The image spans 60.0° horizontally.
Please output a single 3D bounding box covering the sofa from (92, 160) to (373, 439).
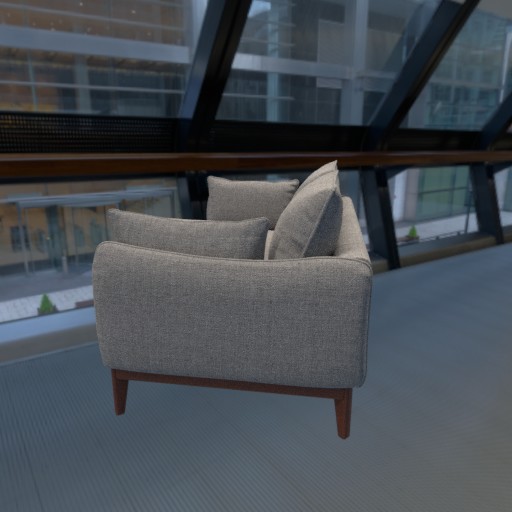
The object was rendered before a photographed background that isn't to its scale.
[{"bbox_3d":[0.000,0.000,2.160,0.972,0.851,1.580,2,15,9],"label":"sofa"}]
